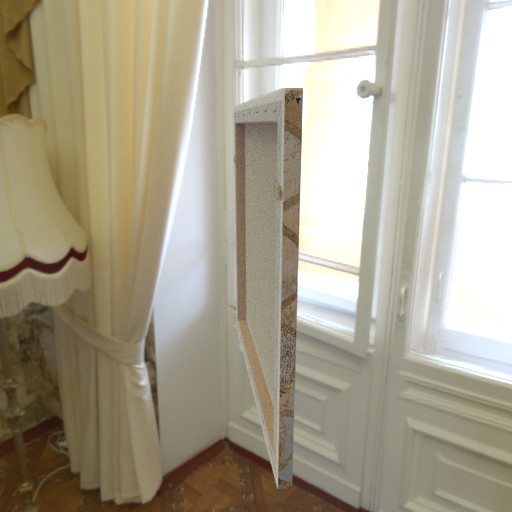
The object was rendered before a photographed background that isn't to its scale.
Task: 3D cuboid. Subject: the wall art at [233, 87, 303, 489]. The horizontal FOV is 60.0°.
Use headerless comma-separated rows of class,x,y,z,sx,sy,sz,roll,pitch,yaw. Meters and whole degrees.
wall art,0.000,0.000,1.372,0.039,0.914,0.912,-2,17,-8
